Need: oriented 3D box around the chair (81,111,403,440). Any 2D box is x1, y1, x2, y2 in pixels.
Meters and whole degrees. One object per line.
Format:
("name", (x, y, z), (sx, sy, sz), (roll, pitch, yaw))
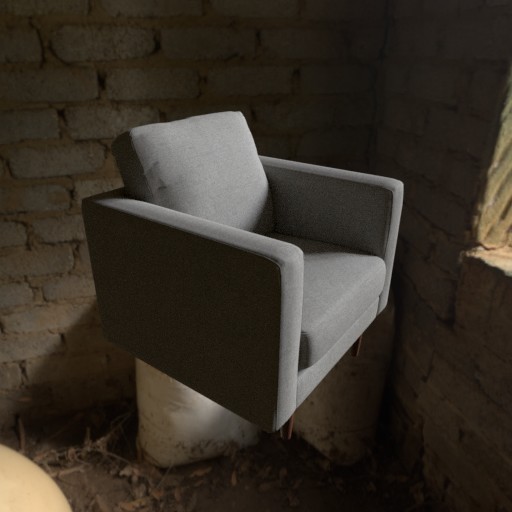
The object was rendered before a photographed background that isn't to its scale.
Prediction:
("chair", (0.000, 0.000, 1.604), (0.800, 0.927, 0.855), (17, 30, 32))
